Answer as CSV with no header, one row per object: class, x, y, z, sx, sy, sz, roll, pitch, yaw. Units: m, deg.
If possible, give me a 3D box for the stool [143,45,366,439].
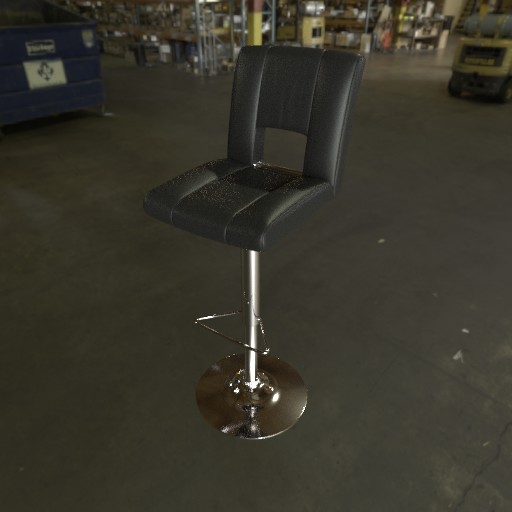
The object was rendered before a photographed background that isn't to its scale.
stool,0.000,0.000,1.384,0.415,1.151,0.520,19,35,28
